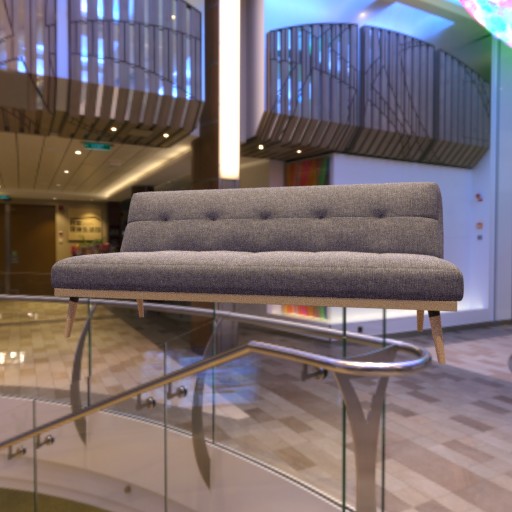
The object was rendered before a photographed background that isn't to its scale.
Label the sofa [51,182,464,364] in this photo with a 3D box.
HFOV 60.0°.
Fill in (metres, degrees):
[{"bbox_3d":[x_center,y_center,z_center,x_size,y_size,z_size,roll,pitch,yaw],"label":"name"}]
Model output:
[{"bbox_3d":[0.000,0.000,2.239,1.820,0.770,0.820,0,2,16],"label":"sofa"}]
